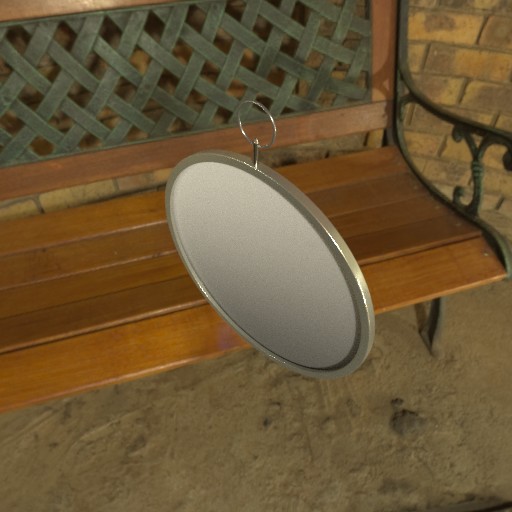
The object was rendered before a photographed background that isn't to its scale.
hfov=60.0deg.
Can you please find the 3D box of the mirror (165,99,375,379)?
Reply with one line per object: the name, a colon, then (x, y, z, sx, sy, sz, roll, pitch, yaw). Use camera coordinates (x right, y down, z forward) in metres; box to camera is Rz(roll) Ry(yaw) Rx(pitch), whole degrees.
mirror: (0.000, 0.000, 0.961, 0.594, 0.713, 0.020, 33, 55, 27)
